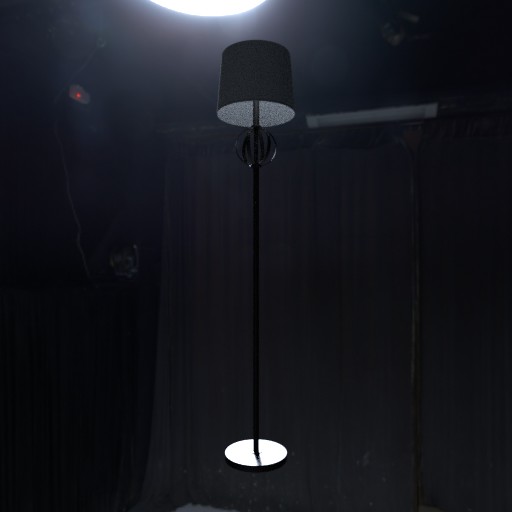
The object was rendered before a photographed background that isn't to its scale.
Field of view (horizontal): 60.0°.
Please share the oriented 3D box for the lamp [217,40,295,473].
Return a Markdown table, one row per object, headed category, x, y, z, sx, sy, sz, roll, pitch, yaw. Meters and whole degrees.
| category | x | y | z | sx | sy | sz | roll | pitch | yaw |
| --- | --- | --- | --- | --- | --- | --- | --- | --- | --- |
| lamp | 0.000 | 0.000 | 1.614 | 0.286 | 1.462 | 0.286 | 0 | -1 | 19 |
